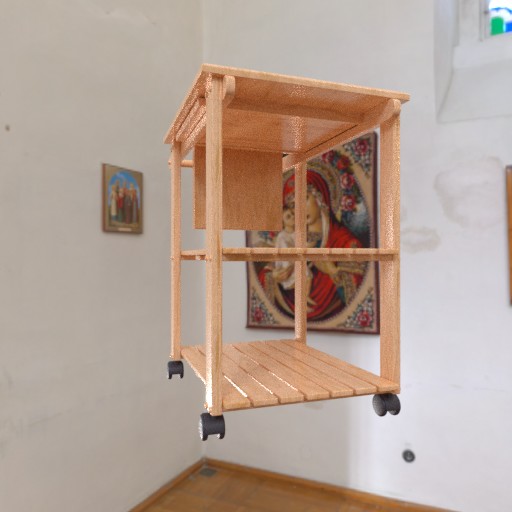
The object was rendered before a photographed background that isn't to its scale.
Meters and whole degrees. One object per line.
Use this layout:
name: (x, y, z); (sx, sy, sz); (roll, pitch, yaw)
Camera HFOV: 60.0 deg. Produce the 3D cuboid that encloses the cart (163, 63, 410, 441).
cart: (0.000, 0.000, 1.385); (0.520, 0.816, 0.843); (0, 0, -19)
